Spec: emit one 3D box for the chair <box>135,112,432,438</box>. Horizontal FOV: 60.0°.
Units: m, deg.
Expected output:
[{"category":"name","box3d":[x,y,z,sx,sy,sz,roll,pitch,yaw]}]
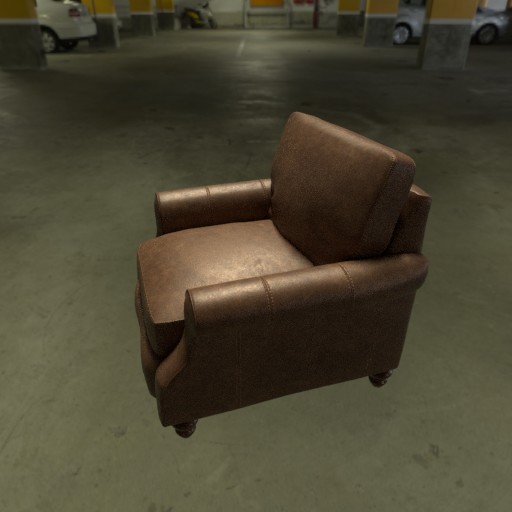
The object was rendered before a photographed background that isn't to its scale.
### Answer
[{"category":"chair","box3d":[0.000,0.000,1.786,1.002,0.976,0.996,-9,31,-15]}]
